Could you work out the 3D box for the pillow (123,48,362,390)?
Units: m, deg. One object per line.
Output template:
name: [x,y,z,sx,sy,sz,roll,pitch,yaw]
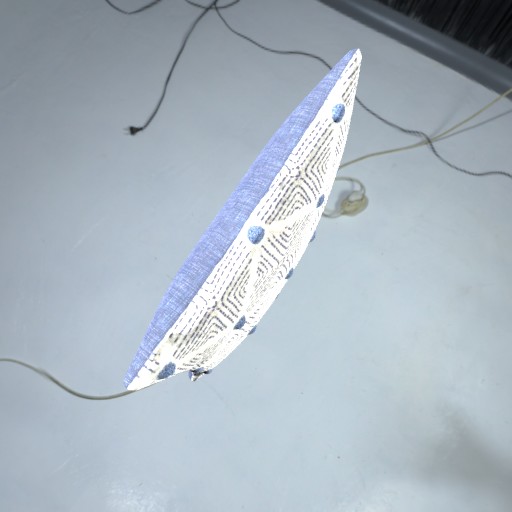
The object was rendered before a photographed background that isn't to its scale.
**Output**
pillow: [0.000,0.000,0.767,0.145,0.510,0.510,32,78,8]
